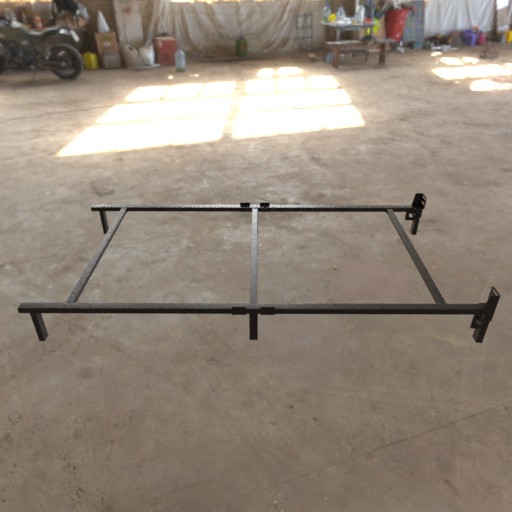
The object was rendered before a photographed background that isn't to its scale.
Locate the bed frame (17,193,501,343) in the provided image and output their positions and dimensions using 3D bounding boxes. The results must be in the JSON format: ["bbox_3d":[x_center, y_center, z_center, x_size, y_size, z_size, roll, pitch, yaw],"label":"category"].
[{"bbox_3d":[0.000,0.000,2.189,1.897,0.248,0.968,0,32,0],"label":"bed frame"}]
